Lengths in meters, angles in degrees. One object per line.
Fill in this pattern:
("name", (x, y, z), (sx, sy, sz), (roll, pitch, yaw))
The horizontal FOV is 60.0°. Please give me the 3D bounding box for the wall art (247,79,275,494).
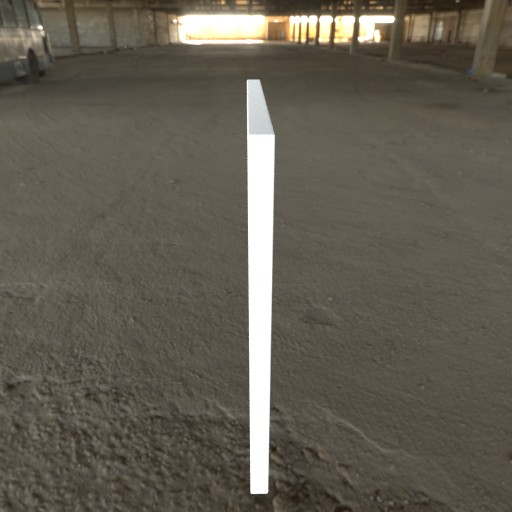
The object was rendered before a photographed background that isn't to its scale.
("wall art", (0.000, 0.000, 1.113), (0.037, 0.757, 0.757), (0, 27, -1))
